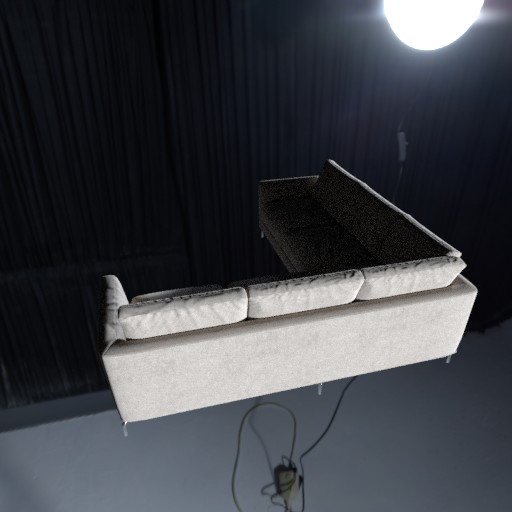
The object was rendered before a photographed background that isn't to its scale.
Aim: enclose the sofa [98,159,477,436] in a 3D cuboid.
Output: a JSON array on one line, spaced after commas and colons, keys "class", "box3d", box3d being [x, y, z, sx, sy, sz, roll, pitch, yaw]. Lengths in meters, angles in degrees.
[{"class": "sofa", "box3d": [0.000, 0.000, 3.742, 2.438, 0.864, 2.438, -8, 30, -13]}]
